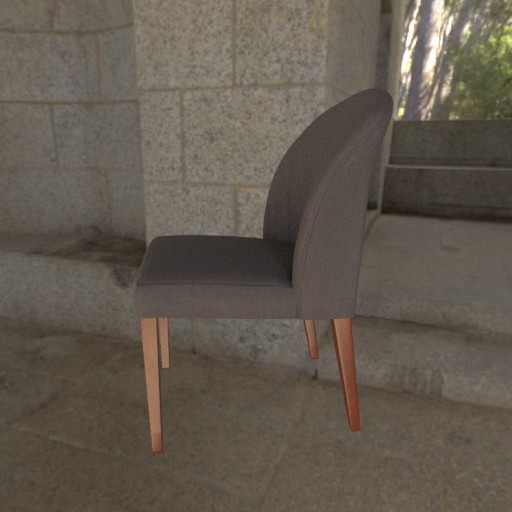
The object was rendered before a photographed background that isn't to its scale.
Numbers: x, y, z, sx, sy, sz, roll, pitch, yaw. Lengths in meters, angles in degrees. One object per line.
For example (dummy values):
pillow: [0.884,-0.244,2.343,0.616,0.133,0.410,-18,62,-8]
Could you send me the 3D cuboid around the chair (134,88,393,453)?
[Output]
chair: [0.000,0.000,1.231,0.619,0.879,0.506,-2,15,-8]
